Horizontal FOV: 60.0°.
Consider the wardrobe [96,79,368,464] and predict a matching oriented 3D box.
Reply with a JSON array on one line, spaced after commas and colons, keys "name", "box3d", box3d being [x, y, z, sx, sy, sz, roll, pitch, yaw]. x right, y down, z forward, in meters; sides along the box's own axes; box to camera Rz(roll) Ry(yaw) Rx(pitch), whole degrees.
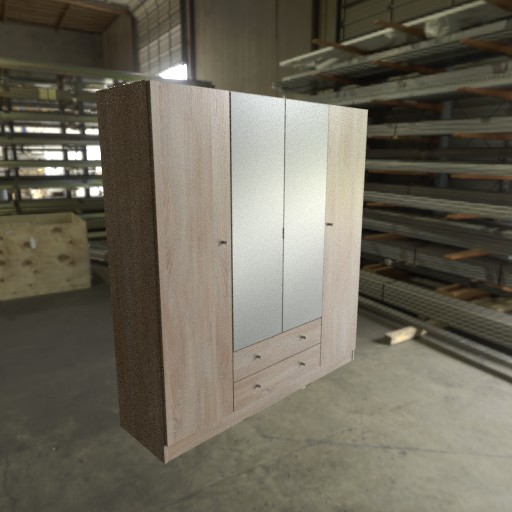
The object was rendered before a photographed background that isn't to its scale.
[{"name": "wardrobe", "box3d": [0.000, 0.000, 3.257, 1.998, 2.159, 0.598, -12, 17, -43]}]
